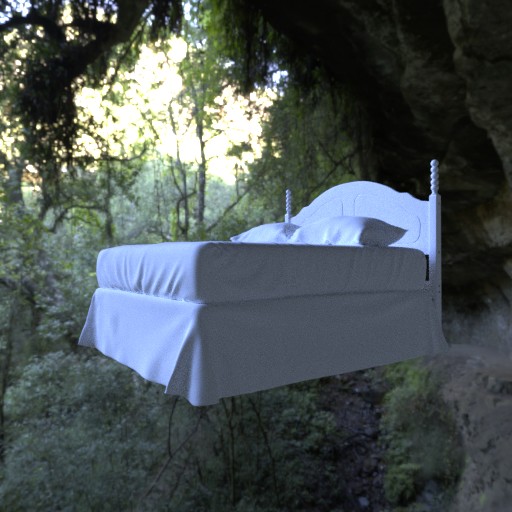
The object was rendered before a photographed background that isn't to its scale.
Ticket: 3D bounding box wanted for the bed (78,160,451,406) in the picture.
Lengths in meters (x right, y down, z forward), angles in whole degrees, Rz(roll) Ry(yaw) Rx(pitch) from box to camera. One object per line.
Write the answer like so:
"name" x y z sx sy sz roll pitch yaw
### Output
"bed" 0.000 0.000 3.187 2.040 1.356 1.873 0 -1 -36
